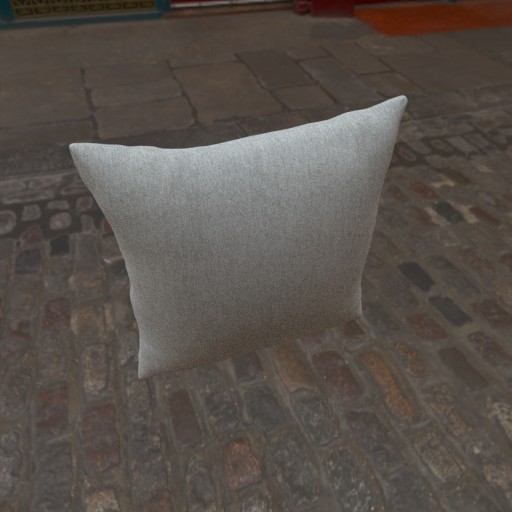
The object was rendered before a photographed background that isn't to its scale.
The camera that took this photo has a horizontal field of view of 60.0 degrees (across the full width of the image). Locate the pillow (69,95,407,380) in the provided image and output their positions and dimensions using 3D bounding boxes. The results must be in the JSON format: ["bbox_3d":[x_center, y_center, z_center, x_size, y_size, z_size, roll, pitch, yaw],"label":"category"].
[{"bbox_3d":[0.000,0.000,0.680,0.433,0.436,0.173,-13,43,-14],"label":"pillow"}]
